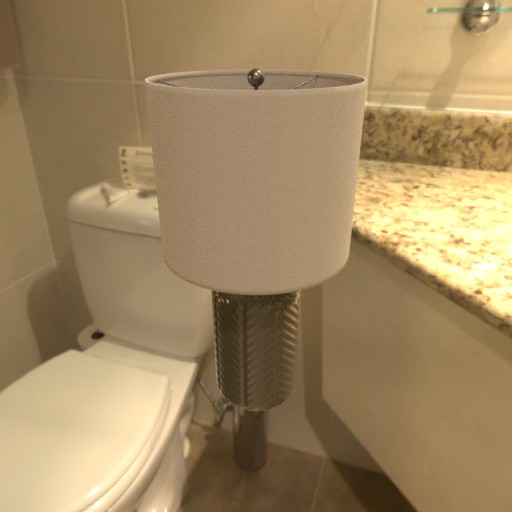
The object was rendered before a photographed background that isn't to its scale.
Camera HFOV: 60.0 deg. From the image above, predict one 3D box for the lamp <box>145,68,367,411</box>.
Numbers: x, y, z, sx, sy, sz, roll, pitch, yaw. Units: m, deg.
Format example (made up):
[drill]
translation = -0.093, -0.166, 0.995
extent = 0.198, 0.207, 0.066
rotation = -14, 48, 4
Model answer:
[lamp]
translation = 0.000, 0.000, 0.498
extent = 0.203, 0.389, 0.203
rotation = -8, 28, -16
